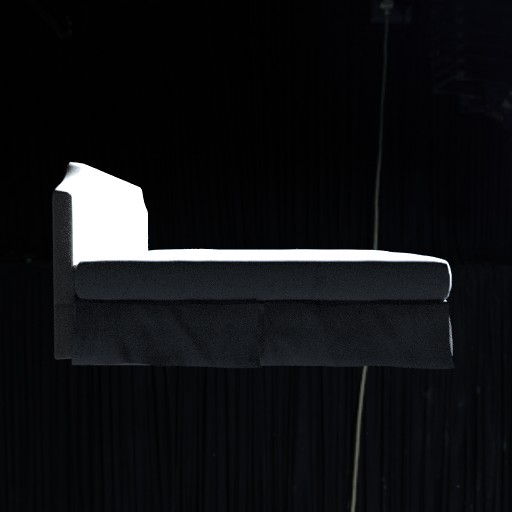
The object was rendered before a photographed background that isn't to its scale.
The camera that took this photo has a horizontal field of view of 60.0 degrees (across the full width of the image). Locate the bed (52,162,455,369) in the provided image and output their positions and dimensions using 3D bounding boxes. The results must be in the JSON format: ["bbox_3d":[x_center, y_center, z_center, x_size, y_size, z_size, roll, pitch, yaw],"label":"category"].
[{"bbox_3d":[0.000,0.000,3.612,2.498,1.293,1.977,0,2,1],"label":"bed"}]
